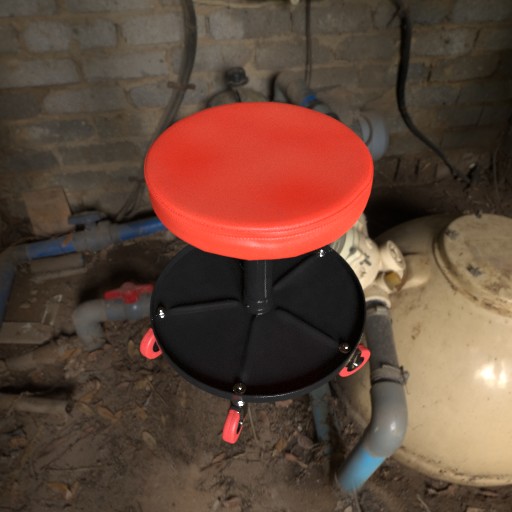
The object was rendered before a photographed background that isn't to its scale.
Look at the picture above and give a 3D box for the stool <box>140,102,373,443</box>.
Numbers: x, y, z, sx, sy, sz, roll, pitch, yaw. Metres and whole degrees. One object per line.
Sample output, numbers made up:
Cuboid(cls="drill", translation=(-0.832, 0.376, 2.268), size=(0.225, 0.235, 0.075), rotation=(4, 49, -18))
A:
Cuboid(cls="stool", translation=(0.000, 0.000, 0.663), size=(0.382, 0.365, 0.381), rotation=(32, 54, 27))
